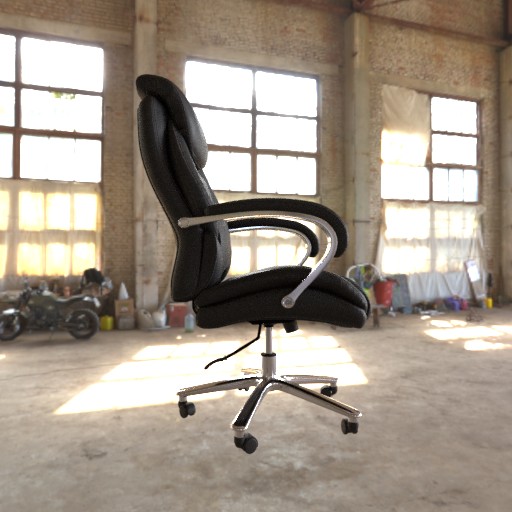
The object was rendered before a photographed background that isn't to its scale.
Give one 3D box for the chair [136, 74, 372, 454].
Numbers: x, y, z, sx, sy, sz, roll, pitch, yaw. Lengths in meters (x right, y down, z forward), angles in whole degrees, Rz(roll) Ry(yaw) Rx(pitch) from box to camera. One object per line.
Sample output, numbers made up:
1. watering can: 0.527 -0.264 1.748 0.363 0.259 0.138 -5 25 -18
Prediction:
1. chair: 0.000 0.000 1.648 0.790 1.183 0.755 0 0 1
